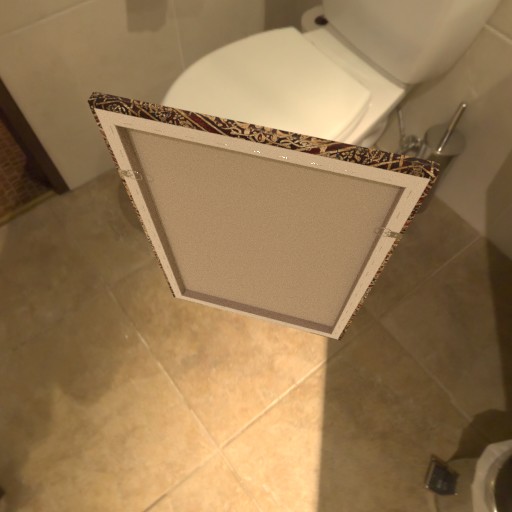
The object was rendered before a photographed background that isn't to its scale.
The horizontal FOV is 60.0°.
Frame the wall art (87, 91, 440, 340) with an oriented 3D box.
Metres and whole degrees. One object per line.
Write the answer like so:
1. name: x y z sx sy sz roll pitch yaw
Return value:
1. wall art: 0.000 0.000 0.754 0.397 0.599 0.020 14 64 7
